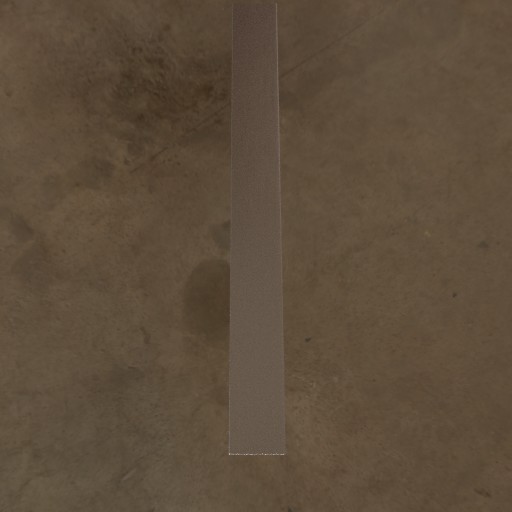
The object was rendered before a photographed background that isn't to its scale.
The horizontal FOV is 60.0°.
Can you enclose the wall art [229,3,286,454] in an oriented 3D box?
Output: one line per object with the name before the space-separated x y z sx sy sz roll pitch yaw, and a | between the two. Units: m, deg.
wall art | 0.000 0.000 0.499 0.038 0.350 0.350 0 76 0
